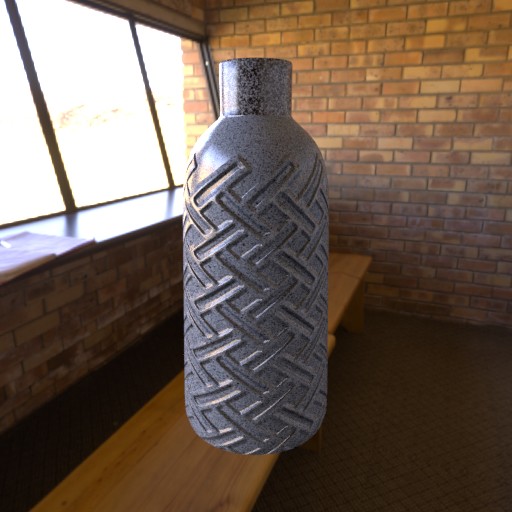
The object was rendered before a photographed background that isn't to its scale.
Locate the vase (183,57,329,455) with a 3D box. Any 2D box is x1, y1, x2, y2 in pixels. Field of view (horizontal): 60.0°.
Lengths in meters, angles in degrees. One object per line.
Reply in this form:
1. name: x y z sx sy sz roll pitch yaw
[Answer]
1. vase: 0.000 0.000 0.350 0.122 0.282 0.122 0 16 0
